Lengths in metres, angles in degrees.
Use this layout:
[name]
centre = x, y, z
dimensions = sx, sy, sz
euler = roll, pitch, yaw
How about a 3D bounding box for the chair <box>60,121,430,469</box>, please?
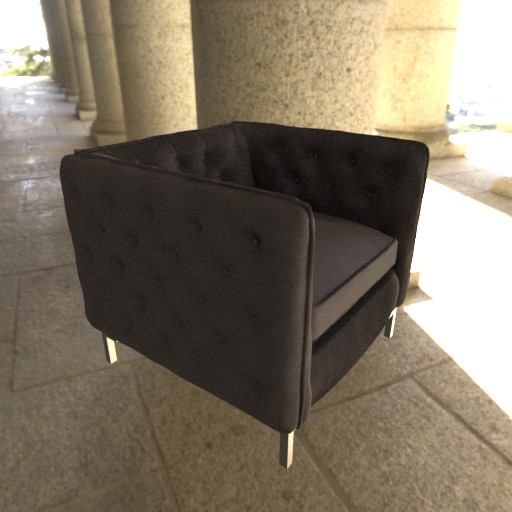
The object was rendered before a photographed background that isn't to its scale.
[chair]
centre = 0.000, 0.000, 1.622
dimensions = 0.913, 0.807, 0.946
euler = 17, 30, 32
